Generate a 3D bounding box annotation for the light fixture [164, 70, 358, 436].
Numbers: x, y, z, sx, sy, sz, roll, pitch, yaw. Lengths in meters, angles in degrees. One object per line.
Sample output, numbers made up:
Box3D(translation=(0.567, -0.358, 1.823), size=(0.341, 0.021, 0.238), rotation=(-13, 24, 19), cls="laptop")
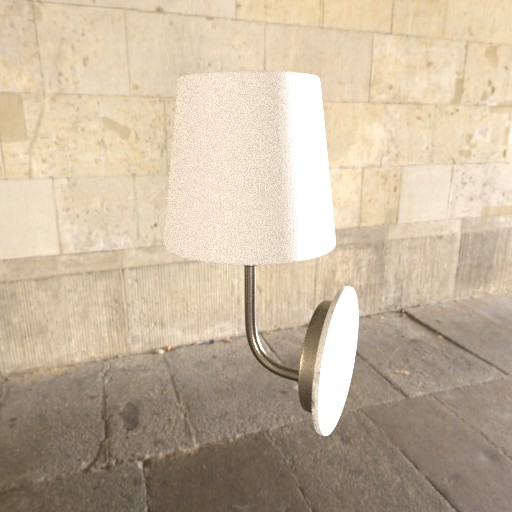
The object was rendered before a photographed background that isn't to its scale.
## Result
Box3D(translation=(0.000, 0.000, 0.451), size=(0.188, 0.337, 0.168), rotation=(8, 18, 25), cls="light fixture")
